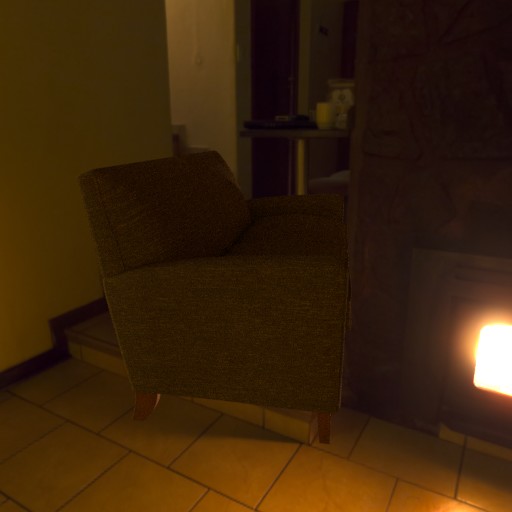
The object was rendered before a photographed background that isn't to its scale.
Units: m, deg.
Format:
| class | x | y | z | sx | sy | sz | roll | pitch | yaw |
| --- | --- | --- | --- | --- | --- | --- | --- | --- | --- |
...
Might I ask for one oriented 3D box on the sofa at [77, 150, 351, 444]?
| class | x | y | z | sx | sy | sz | roll | pitch | yaw |
| --- | --- | --- | --- | --- | --- | --- | --- | --- | --- |
| sofa | 0.000 | 0.000 | 2.083 | 0.867 | 0.905 | 1.509 | 3 | 16 | 10 |
